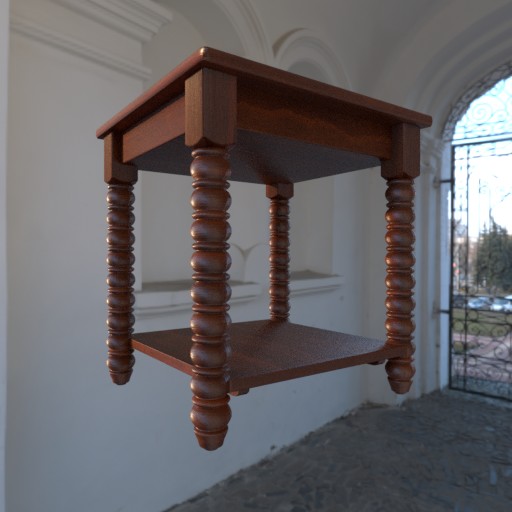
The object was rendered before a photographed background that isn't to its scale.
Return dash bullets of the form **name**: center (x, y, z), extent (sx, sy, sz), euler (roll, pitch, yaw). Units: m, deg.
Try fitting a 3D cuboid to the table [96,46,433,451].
- **table**: center (0.000, 0.000, 0.949), extent (0.533, 0.567, 0.500), euler (0, 0, -36)
